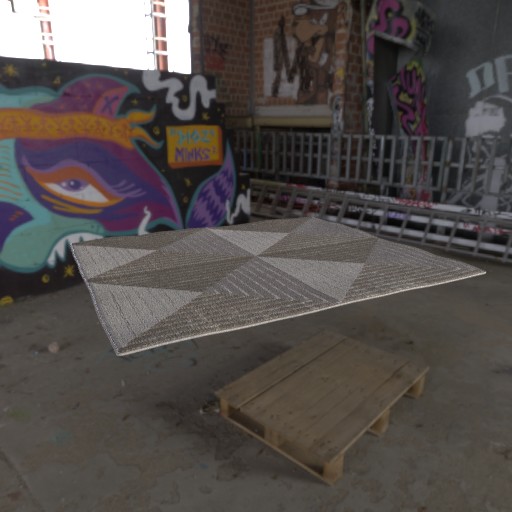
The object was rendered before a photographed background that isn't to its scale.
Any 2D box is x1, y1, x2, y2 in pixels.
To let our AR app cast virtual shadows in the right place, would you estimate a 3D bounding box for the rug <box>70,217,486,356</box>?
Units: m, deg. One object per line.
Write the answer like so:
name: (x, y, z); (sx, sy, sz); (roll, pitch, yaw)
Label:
rug: (0.000, 0.000, 0.874); (0.642, 0.008, 0.551); (-8, 19, -26)
